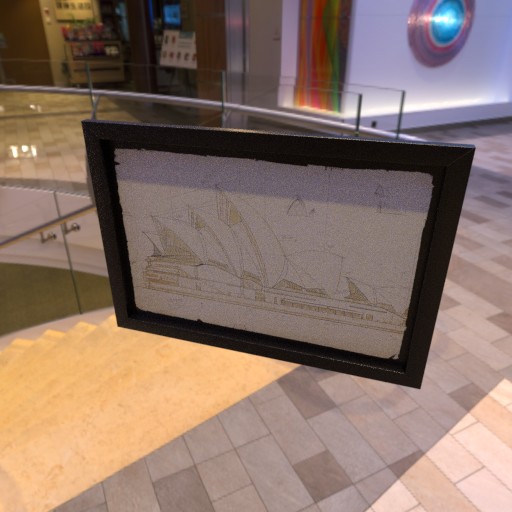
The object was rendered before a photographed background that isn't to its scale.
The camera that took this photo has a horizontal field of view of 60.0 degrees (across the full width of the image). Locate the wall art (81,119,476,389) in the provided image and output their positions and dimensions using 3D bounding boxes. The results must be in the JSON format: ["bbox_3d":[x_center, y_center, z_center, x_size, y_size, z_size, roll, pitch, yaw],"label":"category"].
[{"bbox_3d":[0.000,0.000,0.554,0.440,0.306,0.013,8,29,15],"label":"wall art"}]
